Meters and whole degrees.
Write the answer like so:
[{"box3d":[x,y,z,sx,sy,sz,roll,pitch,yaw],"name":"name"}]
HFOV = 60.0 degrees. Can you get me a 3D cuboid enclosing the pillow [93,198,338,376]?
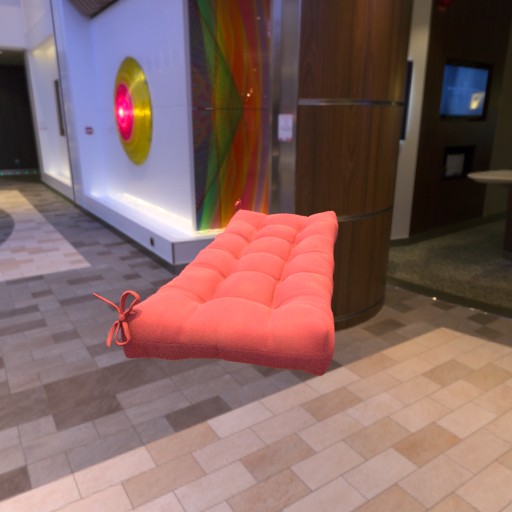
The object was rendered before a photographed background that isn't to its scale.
[{"box3d":[0.000,0.000,1.416,0.511,0.174,1.194,3,17,10],"name":"pillow"}]
